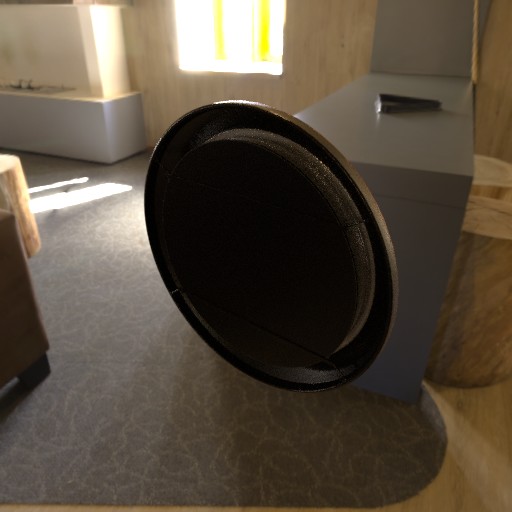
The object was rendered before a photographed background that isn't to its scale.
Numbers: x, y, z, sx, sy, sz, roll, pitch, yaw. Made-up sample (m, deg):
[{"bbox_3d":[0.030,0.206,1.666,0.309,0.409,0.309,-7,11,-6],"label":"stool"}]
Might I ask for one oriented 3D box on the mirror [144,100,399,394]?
[{"bbox_3d":[0.000,0.000,1.350,0.907,0.907,0.111,21,36,32],"label":"mirror"}]
